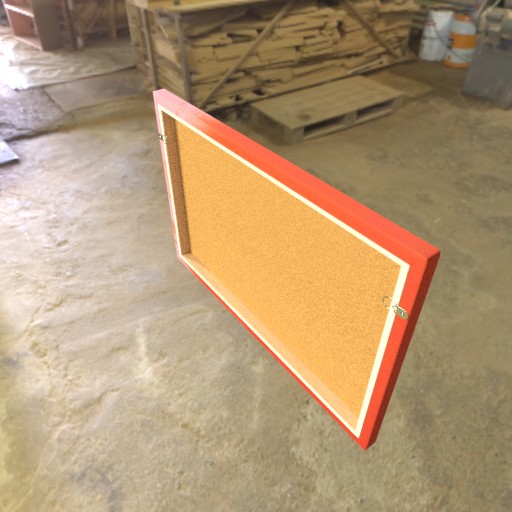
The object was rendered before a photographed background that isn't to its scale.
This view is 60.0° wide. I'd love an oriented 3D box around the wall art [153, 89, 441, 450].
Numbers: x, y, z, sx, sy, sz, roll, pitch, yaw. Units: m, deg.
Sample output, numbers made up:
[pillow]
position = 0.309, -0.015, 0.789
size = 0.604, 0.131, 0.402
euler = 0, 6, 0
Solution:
[wall art]
position = 0.000, 0.000, 1.160
size = 0.040, 0.609, 0.913
euler = -26, 46, -28
